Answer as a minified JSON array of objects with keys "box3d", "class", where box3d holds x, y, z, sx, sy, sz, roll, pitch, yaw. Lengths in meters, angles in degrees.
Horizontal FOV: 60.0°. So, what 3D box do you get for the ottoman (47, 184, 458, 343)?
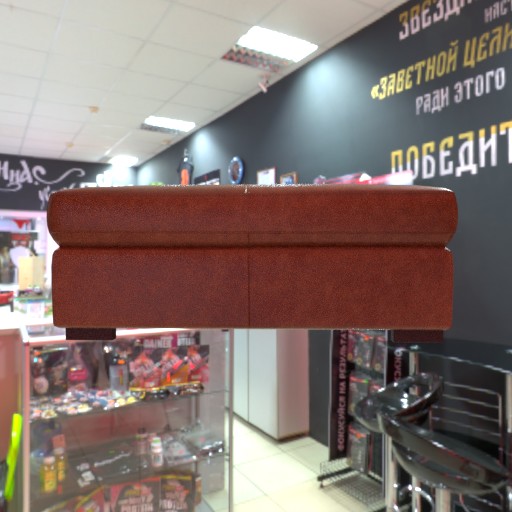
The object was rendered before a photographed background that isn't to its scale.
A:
[{"box3d":[0.000,0.000,1.819,1.168,0.483,1.169,0,0,2],"class":"ottoman"}]
